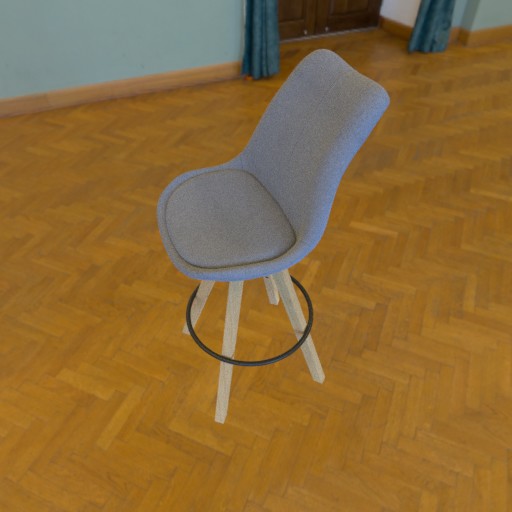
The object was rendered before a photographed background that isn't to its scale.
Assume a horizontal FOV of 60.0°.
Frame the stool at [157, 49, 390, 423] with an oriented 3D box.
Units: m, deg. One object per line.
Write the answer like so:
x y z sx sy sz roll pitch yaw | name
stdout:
0.000 0.000 1.402 0.550 1.115 0.485 -17 48 -16 | stool
